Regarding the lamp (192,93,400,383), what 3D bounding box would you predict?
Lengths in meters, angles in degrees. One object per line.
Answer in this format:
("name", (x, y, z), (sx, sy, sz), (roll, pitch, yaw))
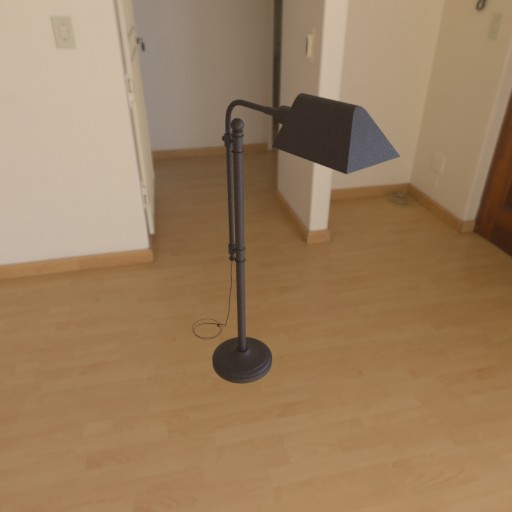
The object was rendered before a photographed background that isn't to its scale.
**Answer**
("lamp", (0.000, 0.000, 0.959), (0.159, 0.708, 0.545), (-22, 37, -32))
